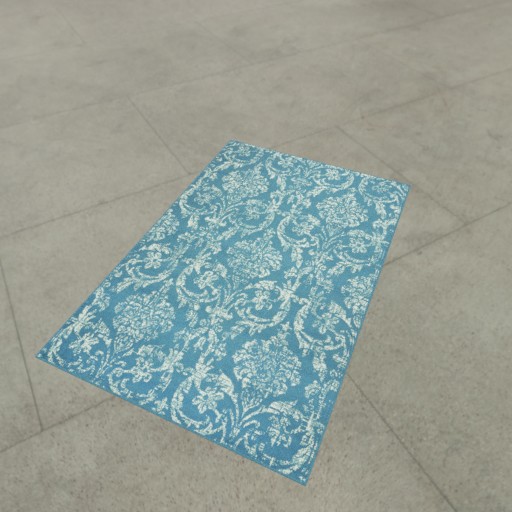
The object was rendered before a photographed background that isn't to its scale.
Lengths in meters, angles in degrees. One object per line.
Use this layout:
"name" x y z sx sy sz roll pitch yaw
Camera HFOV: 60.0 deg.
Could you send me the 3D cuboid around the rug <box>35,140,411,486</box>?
"rug" 0.000 0.000 3.392 1.816 0.018 2.746 18 49 17
